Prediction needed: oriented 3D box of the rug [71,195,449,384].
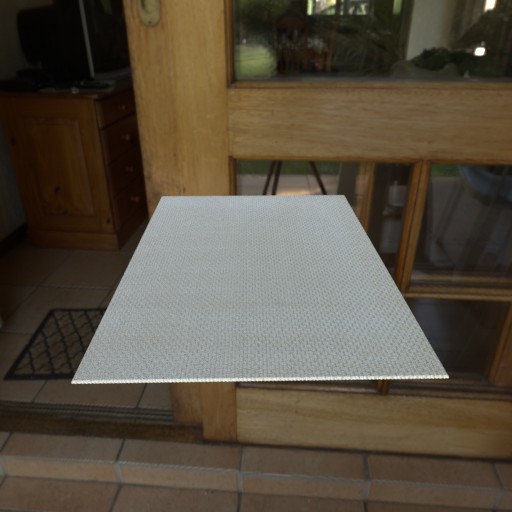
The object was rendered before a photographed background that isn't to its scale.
[{"bbox_3d":[0.000,0.000,2.723,1.509,0.013,2.144,-1,28,-1],"label":"rug"}]
